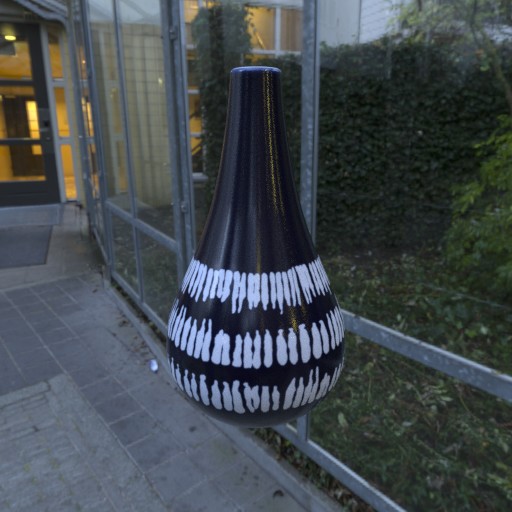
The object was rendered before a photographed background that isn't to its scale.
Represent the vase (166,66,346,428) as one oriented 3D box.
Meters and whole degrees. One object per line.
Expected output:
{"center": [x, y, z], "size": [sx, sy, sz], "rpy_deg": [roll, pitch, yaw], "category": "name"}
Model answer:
{"center": [0.000, 0.000, 0.378], "size": [0.159, 0.295, 0.159], "rpy_deg": [0, 16, 0], "category": "vase"}
